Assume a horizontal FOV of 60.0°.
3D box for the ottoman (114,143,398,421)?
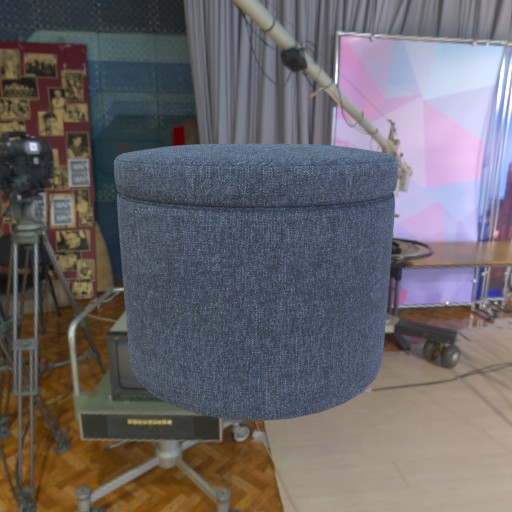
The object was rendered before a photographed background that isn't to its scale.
[{"bbox_3d":[0.000,0.000,0.859,0.500,0.419,0.500,0,15,0],"label":"ottoman"}]
